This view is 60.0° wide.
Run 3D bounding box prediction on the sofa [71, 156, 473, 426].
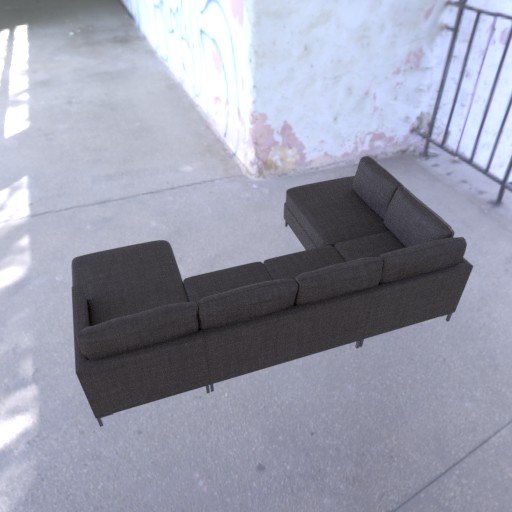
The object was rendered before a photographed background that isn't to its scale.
[{"bbox_3d":[0.000,0.000,4.349,3.423,0.999,2.048,-13,42,-15],"label":"sofa"}]
